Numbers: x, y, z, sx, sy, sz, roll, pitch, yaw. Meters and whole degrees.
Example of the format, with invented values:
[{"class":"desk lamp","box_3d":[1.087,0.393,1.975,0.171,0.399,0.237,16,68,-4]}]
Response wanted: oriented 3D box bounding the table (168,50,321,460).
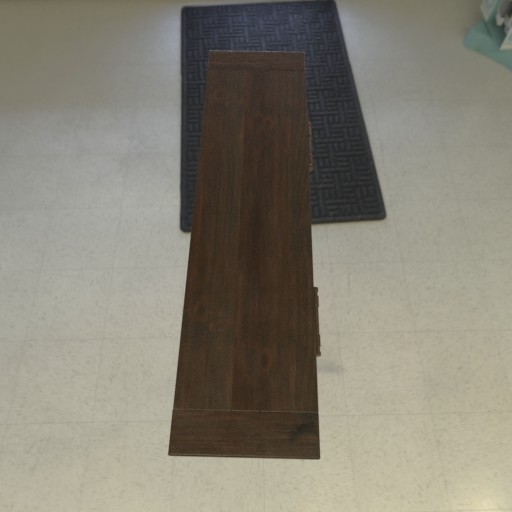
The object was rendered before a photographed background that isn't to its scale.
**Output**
[{"class":"table","box_3d":[0.000,0.000,1.893,0.442,0.762,1.599,1,63,1]}]
